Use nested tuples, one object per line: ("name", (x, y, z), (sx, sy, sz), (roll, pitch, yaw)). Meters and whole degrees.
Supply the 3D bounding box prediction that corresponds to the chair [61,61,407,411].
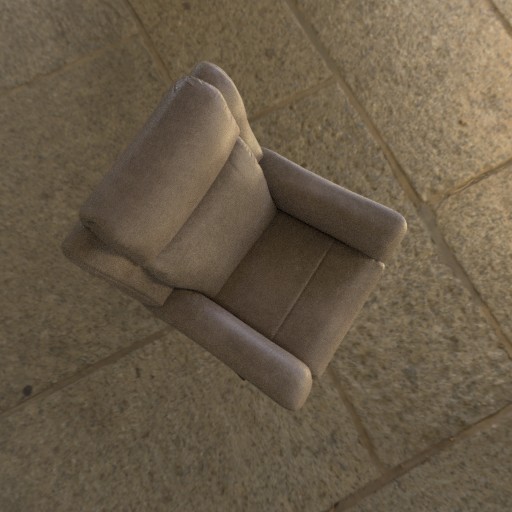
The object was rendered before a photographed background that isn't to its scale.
("chair", (0.000, 0.000, 1.925), (1.068, 1.116, 0.967), (33, 80, 6))
